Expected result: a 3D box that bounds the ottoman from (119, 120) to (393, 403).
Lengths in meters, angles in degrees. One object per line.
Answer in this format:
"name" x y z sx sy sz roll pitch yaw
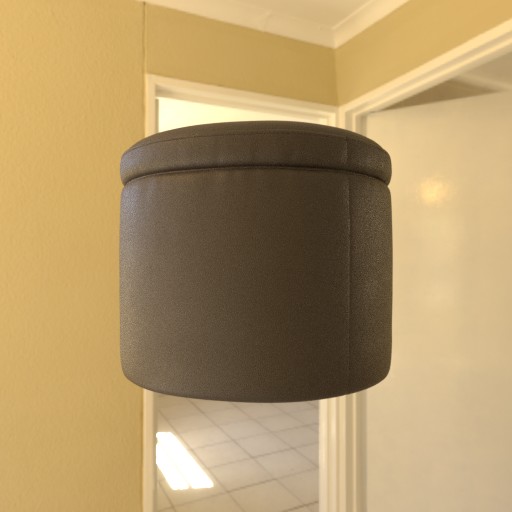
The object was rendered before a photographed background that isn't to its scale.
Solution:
"ottoman" 0.000 0.000 0.847 0.500 0.409 0.500 0 0 0
